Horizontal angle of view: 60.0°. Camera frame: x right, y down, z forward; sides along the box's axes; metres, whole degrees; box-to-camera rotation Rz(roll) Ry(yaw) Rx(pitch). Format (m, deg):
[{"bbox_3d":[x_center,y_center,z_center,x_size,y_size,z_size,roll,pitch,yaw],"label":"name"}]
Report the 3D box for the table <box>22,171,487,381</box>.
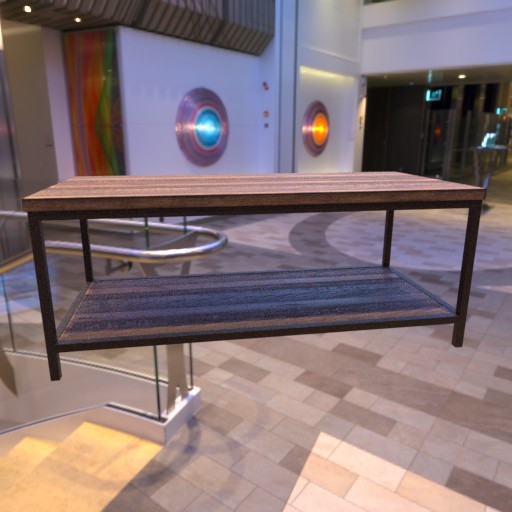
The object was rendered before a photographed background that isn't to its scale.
[{"bbox_3d":[0.000,0.000,1.199,0.990,0.399,0.452,-3,16,-9],"label":"table"}]
